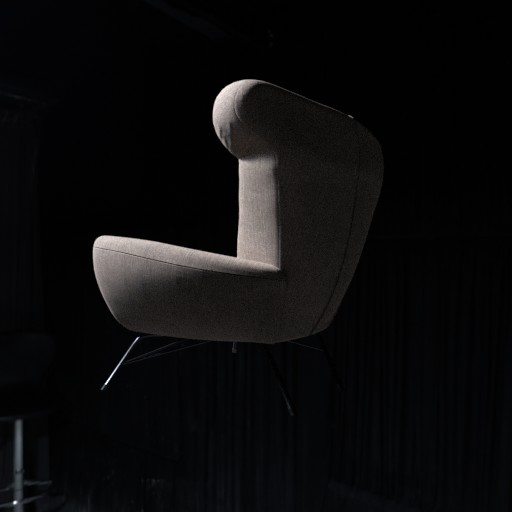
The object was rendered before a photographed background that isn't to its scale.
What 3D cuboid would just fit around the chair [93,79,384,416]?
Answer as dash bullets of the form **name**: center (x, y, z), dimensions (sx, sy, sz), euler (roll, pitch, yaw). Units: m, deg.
- **chair**: center (0.000, 0.000, 1.783), dimensions (0.900, 1.040, 0.980), euler (1, 1, 37)
